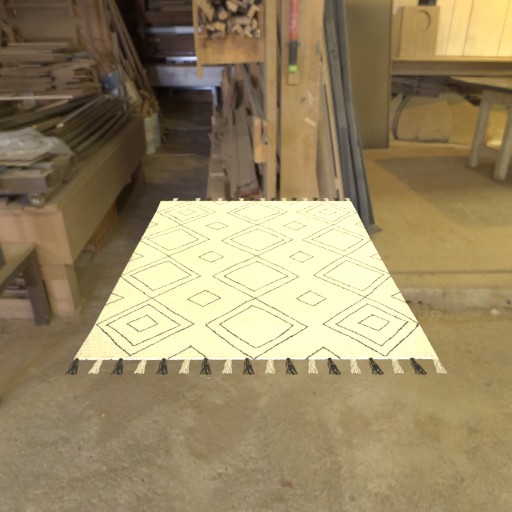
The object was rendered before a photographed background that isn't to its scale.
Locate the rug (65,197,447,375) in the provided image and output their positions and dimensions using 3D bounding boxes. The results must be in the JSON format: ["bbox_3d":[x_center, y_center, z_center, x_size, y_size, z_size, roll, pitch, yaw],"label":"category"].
[{"bbox_3d":[0.000,0.000,4.145,2.342,0.026,3.221,0,27,0],"label":"rug"}]
